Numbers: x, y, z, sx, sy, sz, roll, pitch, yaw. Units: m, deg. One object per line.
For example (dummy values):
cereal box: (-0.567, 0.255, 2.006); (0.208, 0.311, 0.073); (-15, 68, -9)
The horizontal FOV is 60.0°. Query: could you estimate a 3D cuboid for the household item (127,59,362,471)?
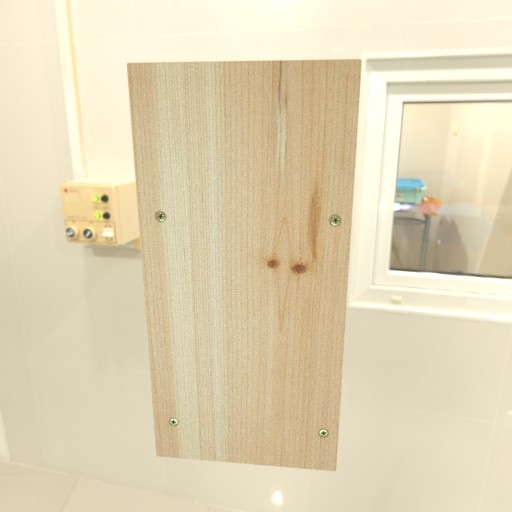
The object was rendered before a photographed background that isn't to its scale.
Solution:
household item: (0.000, 0.000, 0.396); (0.149, 0.300, 0.171); (2, 16, 6)
